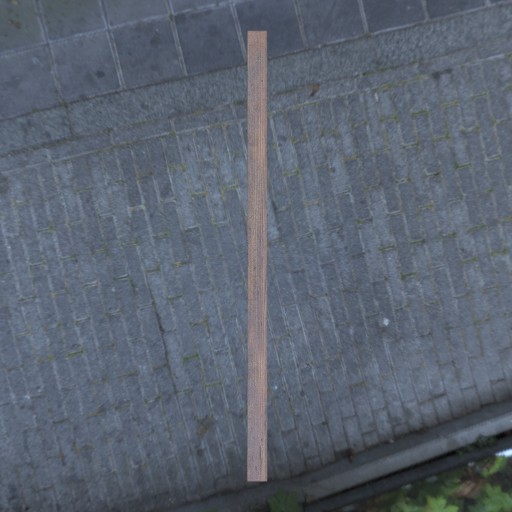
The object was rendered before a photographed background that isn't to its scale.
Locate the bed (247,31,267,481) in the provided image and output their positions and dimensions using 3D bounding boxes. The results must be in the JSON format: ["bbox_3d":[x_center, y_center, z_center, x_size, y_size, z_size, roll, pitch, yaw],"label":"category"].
[{"bbox_3d":[0.000,0.000,1.498,0.046,0.942,1.046,0,90,0],"label":"bed"}]
